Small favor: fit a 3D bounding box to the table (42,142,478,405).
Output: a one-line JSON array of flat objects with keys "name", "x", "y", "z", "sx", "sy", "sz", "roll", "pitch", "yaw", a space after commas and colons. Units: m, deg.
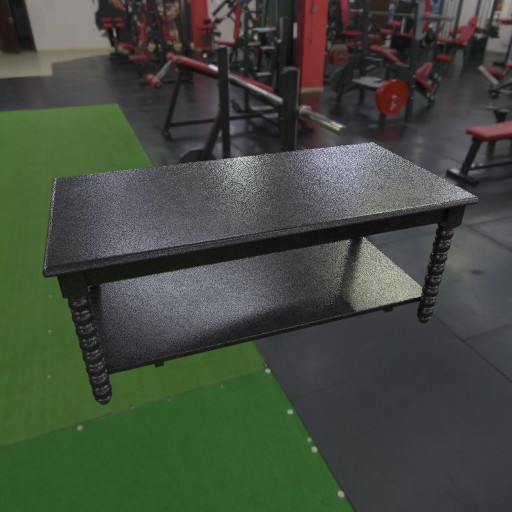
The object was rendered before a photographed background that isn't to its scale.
[{"name": "table", "x": 0.000, "y": 0.000, "z": 1.468, "sx": 1.171, "sy": 0.487, "sz": 0.580, "roll": -10, "pitch": 33, "yaw": -16}]
